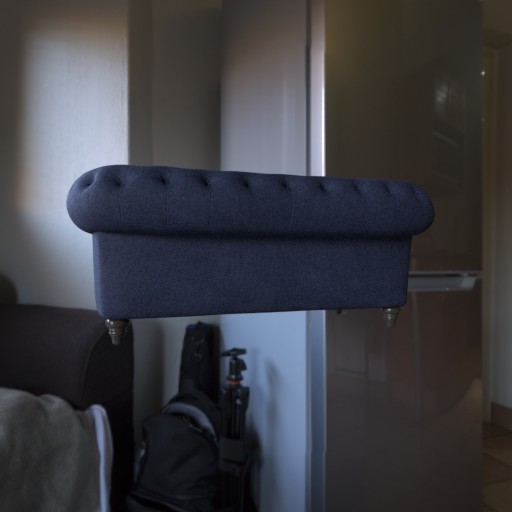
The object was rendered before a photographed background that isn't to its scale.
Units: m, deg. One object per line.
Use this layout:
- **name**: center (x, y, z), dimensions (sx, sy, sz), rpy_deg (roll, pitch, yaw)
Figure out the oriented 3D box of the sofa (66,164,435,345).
- **sofa**: center (0.000, 0.000, 2.507), dimensions (1.988, 0.833, 1.082), rpy_deg (0, 1, -18)
